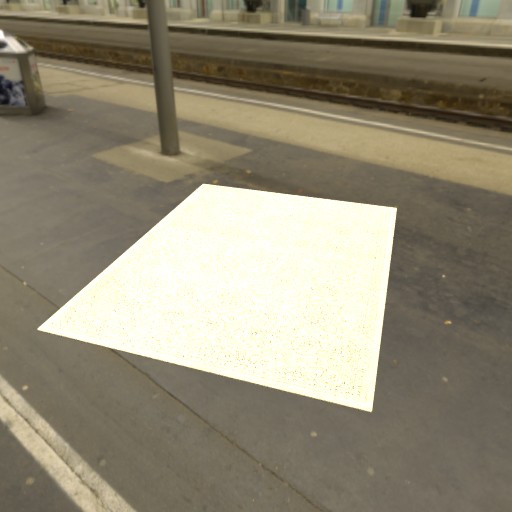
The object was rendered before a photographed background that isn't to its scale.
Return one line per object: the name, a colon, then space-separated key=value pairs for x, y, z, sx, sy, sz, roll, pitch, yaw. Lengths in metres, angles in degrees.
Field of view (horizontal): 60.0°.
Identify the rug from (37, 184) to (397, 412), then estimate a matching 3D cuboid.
rug: x=0.000 y=0.000 z=4.216 sx=2.441 sy=0.015 sz=3.050 roll=9 pitch=32 yaw=15
